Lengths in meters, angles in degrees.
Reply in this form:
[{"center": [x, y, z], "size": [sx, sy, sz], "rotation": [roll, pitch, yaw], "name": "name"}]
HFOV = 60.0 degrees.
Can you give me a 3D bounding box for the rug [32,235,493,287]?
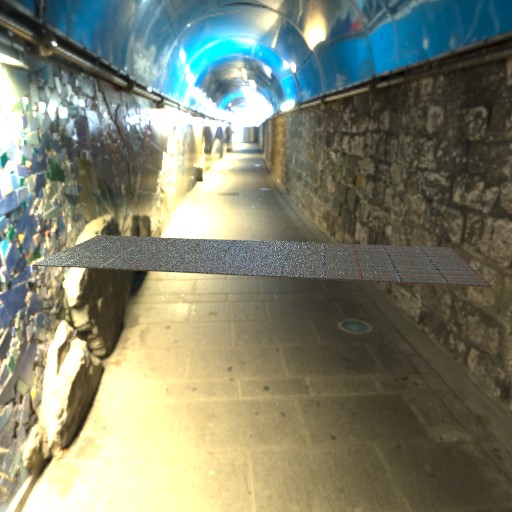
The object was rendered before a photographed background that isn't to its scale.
[{"center": [0.000, 0.000, 2.689], "size": [2.439, 0.008, 0.762], "rotation": [2, 16, 8], "name": "rug"}]
